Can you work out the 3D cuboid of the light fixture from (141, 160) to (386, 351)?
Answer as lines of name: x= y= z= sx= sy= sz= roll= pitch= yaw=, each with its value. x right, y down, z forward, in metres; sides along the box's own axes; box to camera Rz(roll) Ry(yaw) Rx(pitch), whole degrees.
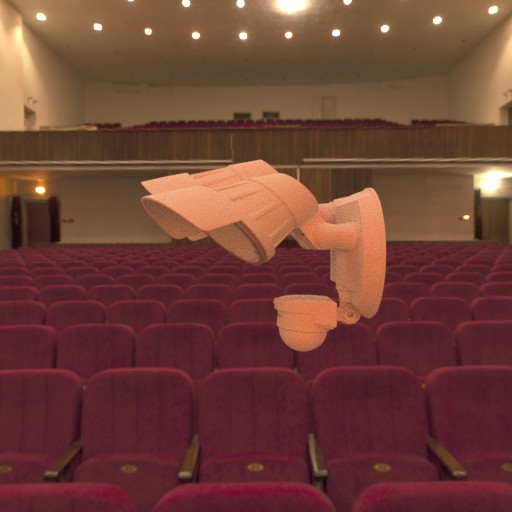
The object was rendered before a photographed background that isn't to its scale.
light fixture: x=0.000 y=0.000 z=0.552 sx=0.278 sy=0.237 sz=0.369 roll=0 pitch=1 yaw=1
